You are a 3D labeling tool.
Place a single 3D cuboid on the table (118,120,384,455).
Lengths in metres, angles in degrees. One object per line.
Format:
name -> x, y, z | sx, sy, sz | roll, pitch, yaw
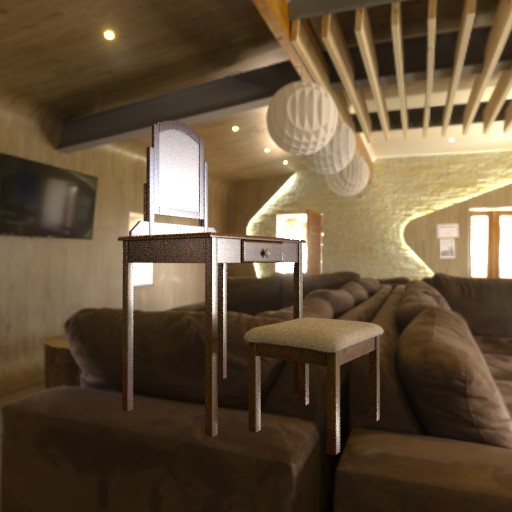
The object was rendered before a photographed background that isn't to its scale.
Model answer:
table -> 0.000, 0.000, 2.352 | 1.211, 1.631, 0.876 | 0, -1, 35
